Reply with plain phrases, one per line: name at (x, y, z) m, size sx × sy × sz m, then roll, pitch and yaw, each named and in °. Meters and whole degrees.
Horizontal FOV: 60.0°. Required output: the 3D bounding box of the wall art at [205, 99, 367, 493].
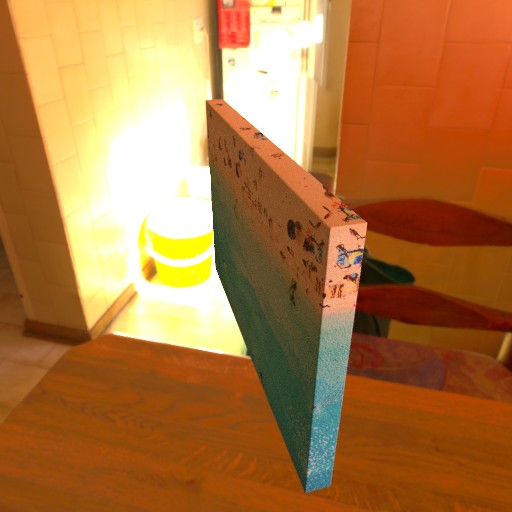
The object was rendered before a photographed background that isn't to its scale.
wall art at (0.000, 0.000, 0.762) m, size 0.039 × 0.406 × 0.609 m, roll -8°, pitch 31°, yaw -14°
